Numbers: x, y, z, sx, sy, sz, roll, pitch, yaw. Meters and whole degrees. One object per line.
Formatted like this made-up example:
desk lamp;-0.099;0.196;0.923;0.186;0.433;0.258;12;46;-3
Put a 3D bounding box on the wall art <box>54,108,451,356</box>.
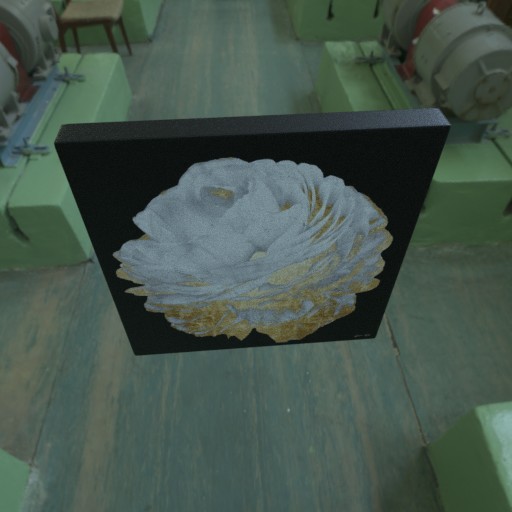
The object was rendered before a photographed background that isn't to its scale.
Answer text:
wall art;0.000;0.000;0.610;0.406;0.407;0.041;-3;47;-3
